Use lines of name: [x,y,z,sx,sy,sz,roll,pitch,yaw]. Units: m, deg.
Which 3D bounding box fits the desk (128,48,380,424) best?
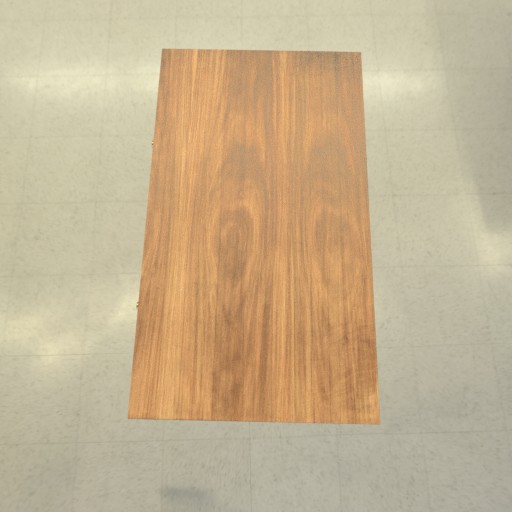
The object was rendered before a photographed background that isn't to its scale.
desk: [0.000,0.000,1.441,0.588,0.758,0.949,1,74,0]
